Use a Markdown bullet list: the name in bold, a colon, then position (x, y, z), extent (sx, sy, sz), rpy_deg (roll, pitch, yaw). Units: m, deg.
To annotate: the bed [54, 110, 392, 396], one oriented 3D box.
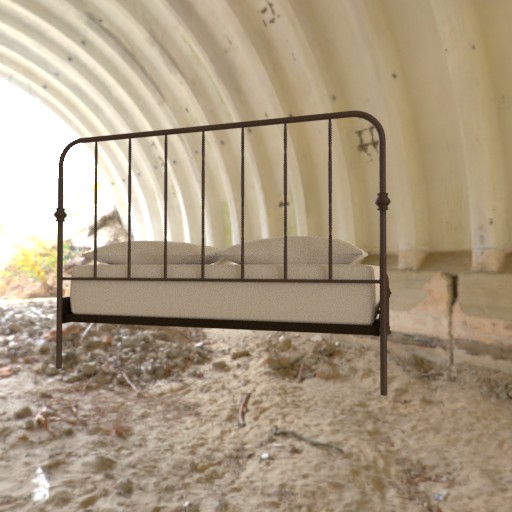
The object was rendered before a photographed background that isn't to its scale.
- **bed**: position (0.000, 0.000, 3.504), extent (2.044, 1.446, 2.134), rpy_deg (0, -1, 17)
